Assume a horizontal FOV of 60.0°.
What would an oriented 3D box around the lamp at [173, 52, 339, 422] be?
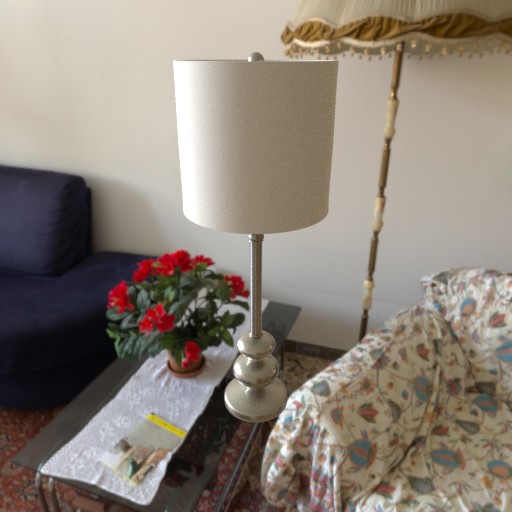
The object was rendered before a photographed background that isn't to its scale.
[{"bbox_3d":[0.000,0.000,0.825,0.254,0.690,0.254,-7,25,-16],"label":"lamp"}]
